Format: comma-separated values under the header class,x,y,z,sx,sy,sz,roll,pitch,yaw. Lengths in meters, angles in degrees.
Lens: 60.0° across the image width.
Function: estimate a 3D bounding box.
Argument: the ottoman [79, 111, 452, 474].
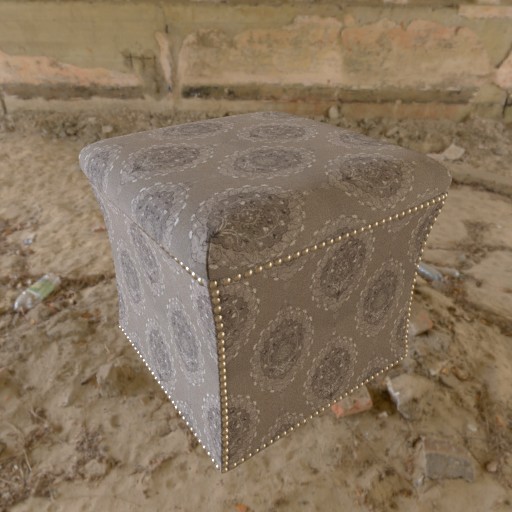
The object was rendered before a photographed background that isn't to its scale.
class,x,y,z,sx,sy,sz,roll,pitch,yaw
ottoman,0.000,0.000,0.892,0.507,0.473,0.497,-20,36,-30
